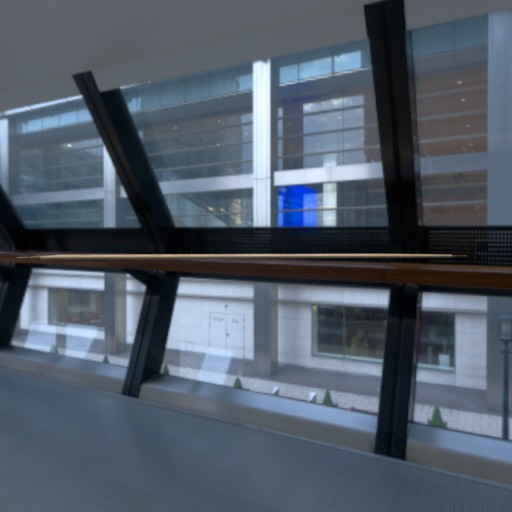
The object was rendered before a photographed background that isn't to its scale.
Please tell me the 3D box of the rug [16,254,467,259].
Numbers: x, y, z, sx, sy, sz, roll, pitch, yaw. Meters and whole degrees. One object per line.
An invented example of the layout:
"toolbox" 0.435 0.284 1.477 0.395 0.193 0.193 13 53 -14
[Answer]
"rug" 0.000 0.000 2.635 2.438 0.021 0.729 0 1 -18
